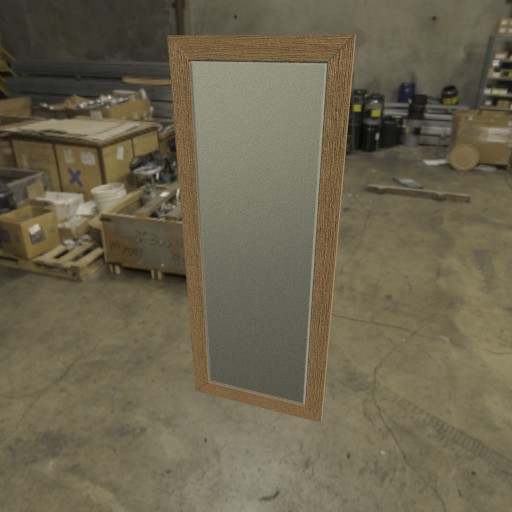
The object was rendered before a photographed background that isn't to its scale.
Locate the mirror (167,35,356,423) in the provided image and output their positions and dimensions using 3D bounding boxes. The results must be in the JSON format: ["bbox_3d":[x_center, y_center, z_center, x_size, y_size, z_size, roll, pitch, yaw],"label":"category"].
[{"bbox_3d":[0.000,0.000,2.277,0.812,2.031,0.026,9,27,17],"label":"mirror"}]
